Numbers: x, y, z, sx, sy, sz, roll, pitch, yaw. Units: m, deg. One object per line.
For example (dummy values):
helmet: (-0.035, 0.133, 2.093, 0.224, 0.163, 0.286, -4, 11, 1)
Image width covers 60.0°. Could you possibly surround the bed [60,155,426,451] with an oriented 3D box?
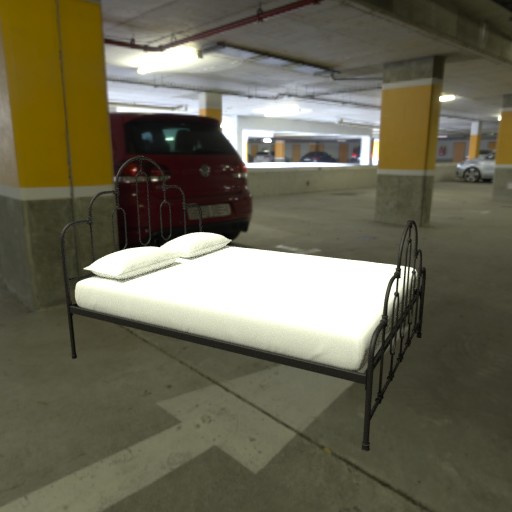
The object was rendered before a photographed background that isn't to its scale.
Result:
bed: (0.000, 0.000, 3.234, 2.163, 1.429, 1.640, 7, 14, 28)
